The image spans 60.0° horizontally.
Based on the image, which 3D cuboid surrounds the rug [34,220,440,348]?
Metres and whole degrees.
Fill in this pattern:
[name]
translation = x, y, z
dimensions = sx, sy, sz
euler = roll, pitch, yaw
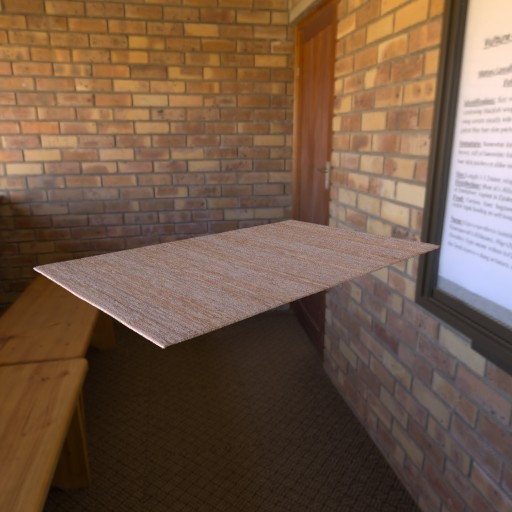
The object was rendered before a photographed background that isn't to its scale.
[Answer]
[rug]
translation = 0.000, 0.000, 3.069
dimensions = 2.446, 0.009, 1.529
euler = -14, 20, -42
